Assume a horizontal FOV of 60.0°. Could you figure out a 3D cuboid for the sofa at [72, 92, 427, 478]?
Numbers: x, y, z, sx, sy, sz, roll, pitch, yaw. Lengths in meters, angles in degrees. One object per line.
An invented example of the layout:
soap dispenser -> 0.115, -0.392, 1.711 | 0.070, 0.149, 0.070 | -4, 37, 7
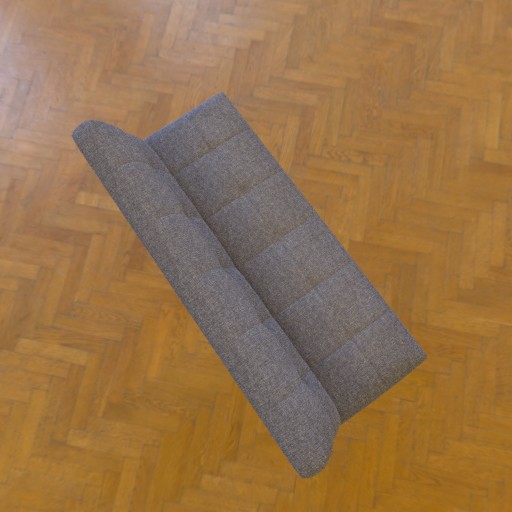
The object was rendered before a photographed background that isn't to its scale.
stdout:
sofa -> 0.000, 0.000, 2.237 | 0.820, 0.770, 1.820 | -35, 80, -7
